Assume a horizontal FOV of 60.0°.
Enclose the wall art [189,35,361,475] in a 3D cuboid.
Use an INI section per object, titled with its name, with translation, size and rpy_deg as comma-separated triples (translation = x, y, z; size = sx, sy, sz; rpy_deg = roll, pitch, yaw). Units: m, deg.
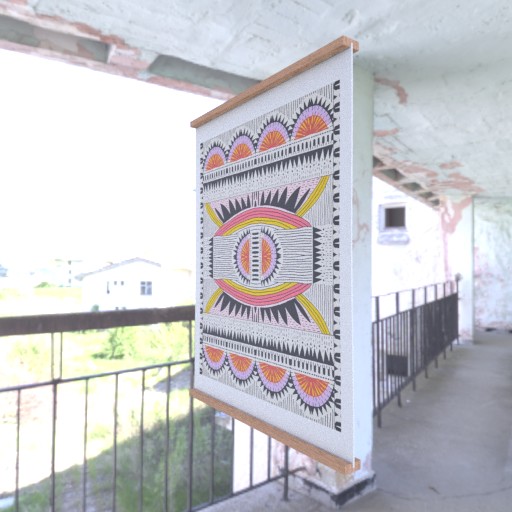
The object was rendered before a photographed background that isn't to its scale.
[wall art]
translation = 0.000, 0.000, 0.701
size = 0.028, 0.527, 0.403
rpy_deg = 1, -1, -36
